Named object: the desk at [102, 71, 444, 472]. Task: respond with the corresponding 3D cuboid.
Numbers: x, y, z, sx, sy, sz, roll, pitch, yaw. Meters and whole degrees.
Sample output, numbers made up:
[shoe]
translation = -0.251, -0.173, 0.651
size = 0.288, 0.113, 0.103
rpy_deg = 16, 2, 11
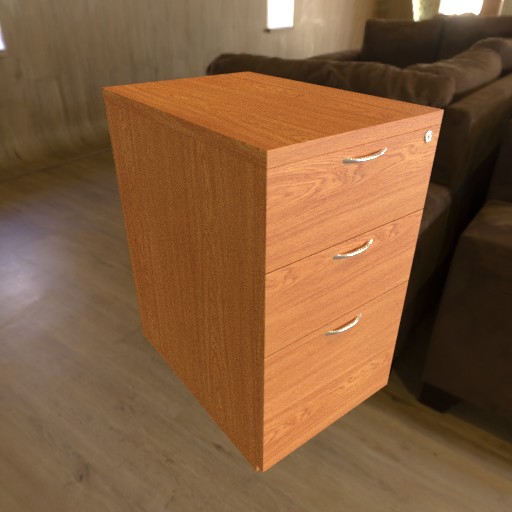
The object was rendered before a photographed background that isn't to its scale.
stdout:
[desk]
translation = 0.000, 0.000, 1.067
size = 0.404, 0.730, 0.600
rpy_deg = -21, 36, -32
